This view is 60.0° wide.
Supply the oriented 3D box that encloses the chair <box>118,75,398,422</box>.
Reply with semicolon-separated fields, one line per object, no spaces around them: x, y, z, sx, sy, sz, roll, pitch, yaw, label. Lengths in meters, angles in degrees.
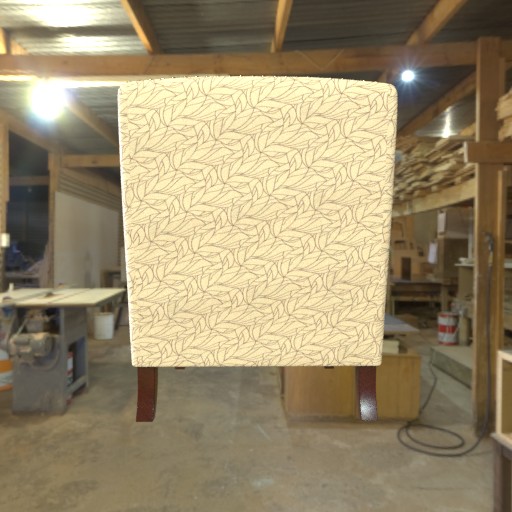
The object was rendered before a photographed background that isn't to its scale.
0.000;0.000;1.298;0.623;0.816;0.651;0;1;-1;chair
